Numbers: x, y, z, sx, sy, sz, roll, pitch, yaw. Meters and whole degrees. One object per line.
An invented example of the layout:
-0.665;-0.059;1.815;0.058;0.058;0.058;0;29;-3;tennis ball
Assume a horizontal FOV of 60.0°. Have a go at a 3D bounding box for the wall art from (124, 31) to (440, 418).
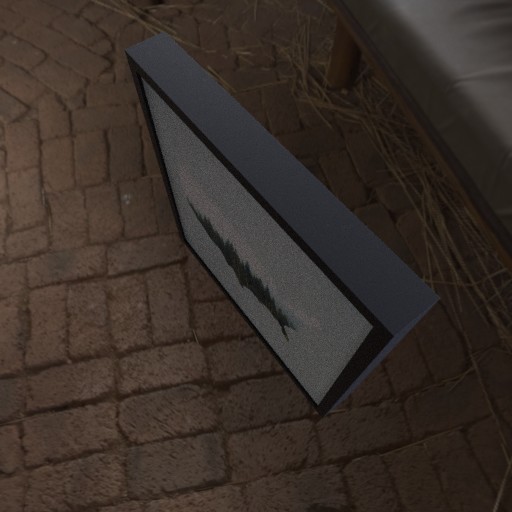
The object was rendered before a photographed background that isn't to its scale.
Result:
0.000;0.000;0.443;0.038;0.304;0.304;-34;67;-17;wall art
